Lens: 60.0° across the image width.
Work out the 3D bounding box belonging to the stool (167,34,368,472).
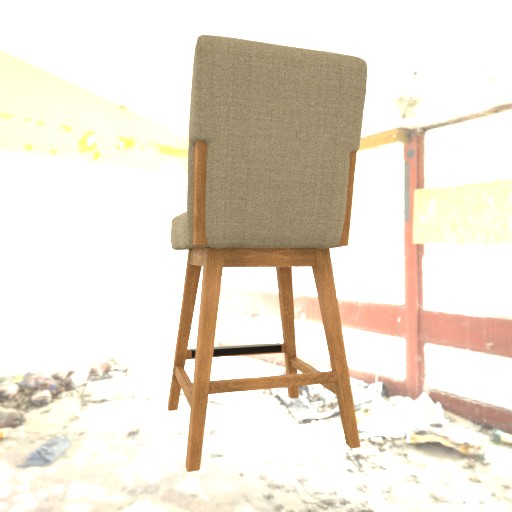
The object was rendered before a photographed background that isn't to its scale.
[{"bbox_3d":[0.000,0.000,1.291,0.459,1.010,0.526,0,0,-17],"label":"stool"}]
